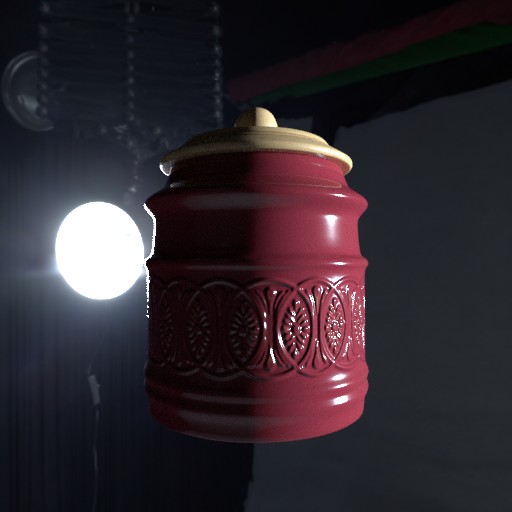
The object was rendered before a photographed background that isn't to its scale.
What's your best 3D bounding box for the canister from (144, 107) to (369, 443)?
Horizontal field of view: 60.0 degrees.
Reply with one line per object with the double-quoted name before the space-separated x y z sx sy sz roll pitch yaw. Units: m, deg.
"canister" 0.000 0.000 0.265 0.130 0.176 0.130 0 -1 0
